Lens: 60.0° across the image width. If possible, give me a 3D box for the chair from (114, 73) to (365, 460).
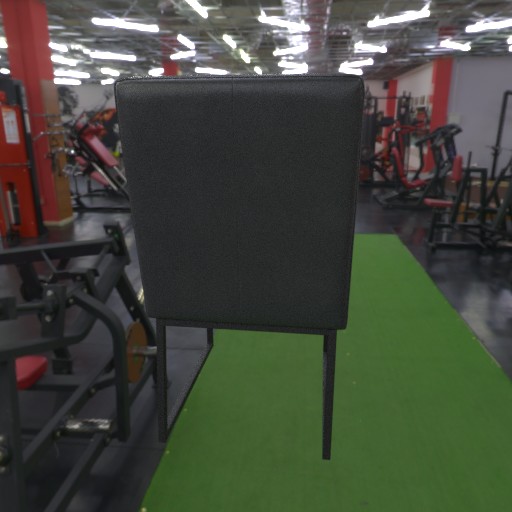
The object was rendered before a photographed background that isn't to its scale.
[{"bbox_3d":[0.000,0.000,1.285,0.520,0.930,0.634,2,17,8],"label":"chair"}]
